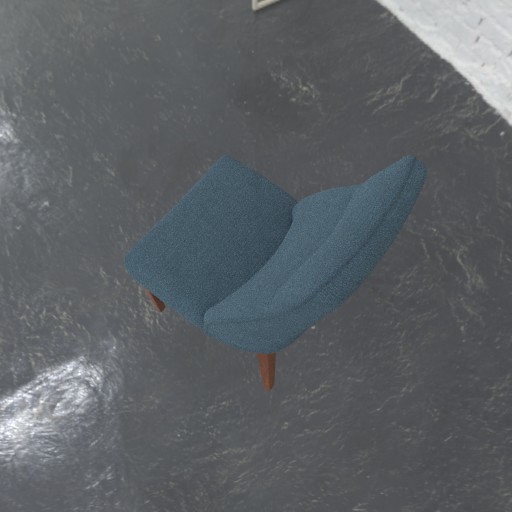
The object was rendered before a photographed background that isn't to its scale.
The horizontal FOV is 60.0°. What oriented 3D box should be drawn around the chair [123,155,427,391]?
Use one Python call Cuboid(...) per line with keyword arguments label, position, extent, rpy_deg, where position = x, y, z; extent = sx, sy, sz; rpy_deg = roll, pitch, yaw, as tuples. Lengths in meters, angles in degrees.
Cuboid(label="chair", position=(0.000, 0.000, 1.277), extent=(0.620, 0.930, 0.500), rpy_deg=(34, 68, 15))
